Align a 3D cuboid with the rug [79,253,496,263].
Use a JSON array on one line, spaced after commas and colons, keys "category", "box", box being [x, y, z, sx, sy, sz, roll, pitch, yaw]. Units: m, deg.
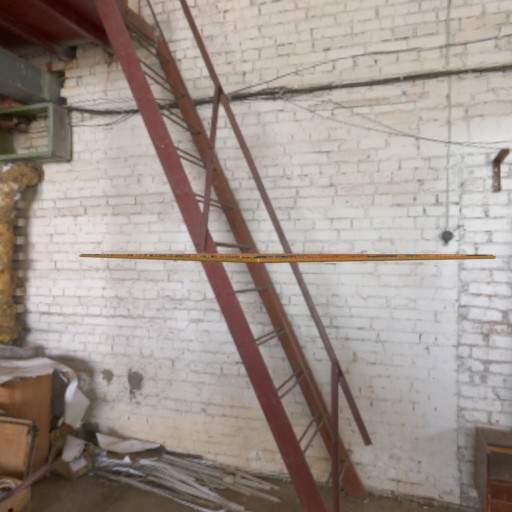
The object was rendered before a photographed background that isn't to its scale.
[{"category": "rug", "box": [0.000, 0.000, 2.800, 1.588, 0.024, 2.204, 0, 1, -36]}]
